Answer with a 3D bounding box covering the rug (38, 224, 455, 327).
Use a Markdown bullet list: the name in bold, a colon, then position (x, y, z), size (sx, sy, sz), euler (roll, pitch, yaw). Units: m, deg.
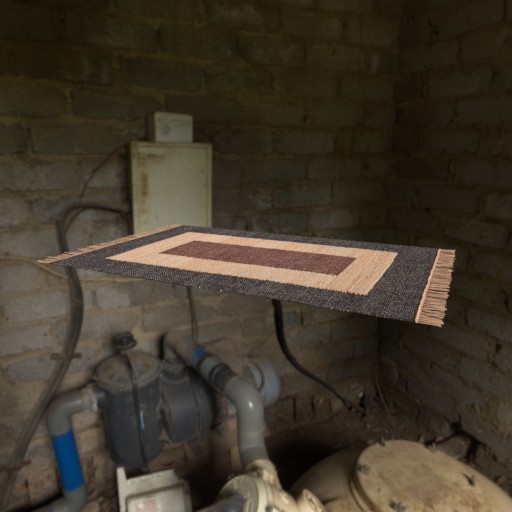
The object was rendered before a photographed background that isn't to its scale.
- **rug**: position (0.000, 0.000, 2.473), size (2.021, 0.027, 1.224), euler (7, 16, 25)
